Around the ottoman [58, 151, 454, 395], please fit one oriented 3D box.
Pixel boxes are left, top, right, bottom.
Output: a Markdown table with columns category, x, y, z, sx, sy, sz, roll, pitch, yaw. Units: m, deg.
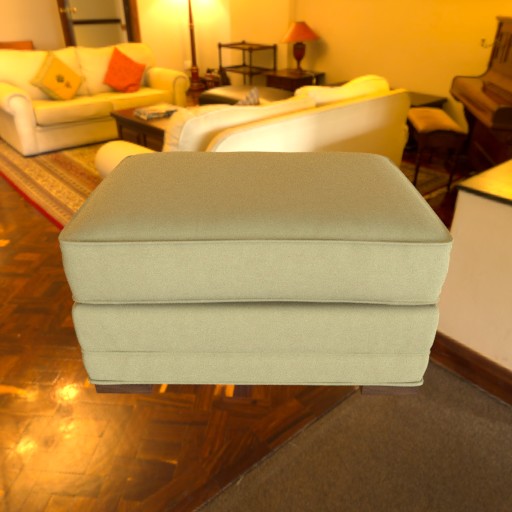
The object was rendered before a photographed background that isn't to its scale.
| category | x | y | z | sx | sy | sz | roll | pitch | yaw |
| --- | --- | --- | --- | --- | --- | --- | --- | --- | --- |
| ottoman | 0.000 | 0.000 | 1.238 | 0.848 | 0.482 | 0.611 | 0 | 30 | 0 |
